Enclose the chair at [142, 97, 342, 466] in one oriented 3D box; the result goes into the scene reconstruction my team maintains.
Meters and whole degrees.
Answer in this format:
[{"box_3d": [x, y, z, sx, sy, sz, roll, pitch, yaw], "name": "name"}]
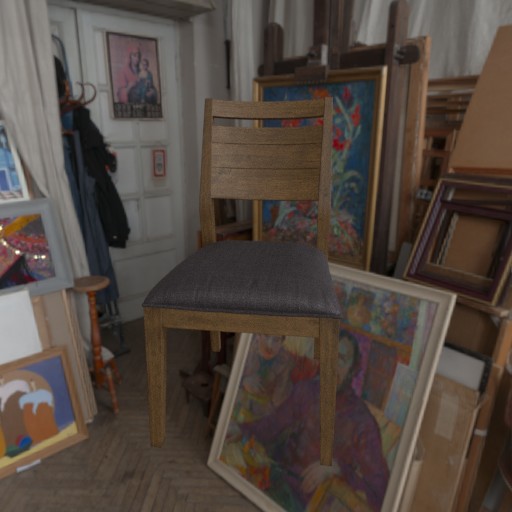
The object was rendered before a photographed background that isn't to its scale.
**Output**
[{"box_3d": [0.000, 0.000, 1.344, 0.501, 0.939, 0.610, 2, 16, 8], "name": "chair"}]
